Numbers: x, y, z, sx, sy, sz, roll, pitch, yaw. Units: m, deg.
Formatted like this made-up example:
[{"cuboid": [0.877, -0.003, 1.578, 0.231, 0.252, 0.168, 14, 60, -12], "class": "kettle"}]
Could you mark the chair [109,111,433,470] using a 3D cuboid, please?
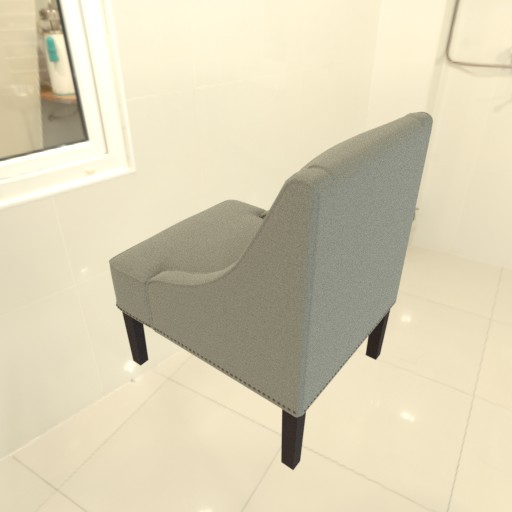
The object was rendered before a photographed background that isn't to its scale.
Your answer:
[{"cuboid": [0.000, 0.000, 1.378, 0.737, 0.864, 0.610, 22, 38, 31], "class": "chair"}]
